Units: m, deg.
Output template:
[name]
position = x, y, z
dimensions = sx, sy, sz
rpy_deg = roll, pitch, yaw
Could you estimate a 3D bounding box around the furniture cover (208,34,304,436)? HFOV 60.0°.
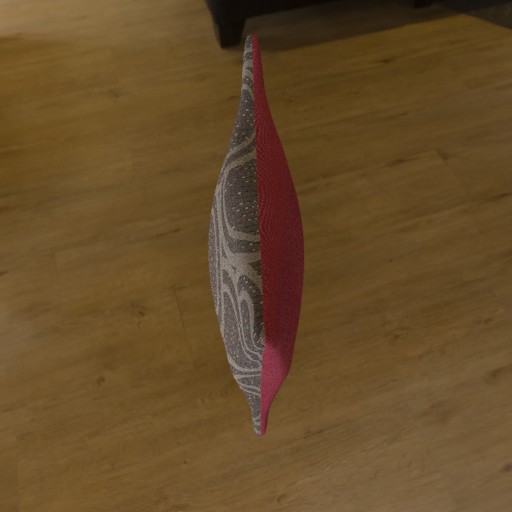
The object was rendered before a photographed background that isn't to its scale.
[furniture cover]
position = 0.000, 0.000, 0.778
dimensions = 0.163, 0.513, 0.514
rpy_deg = -1, 58, -1
